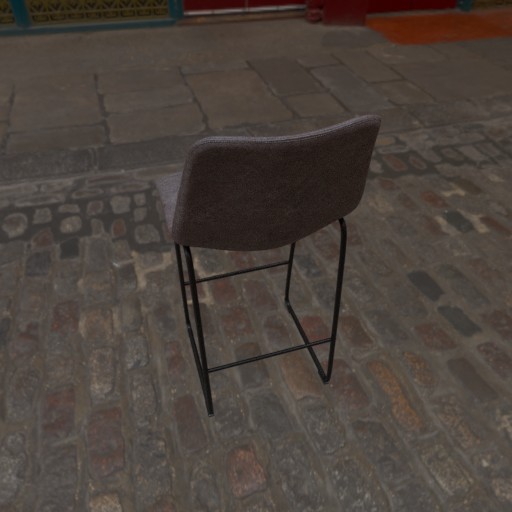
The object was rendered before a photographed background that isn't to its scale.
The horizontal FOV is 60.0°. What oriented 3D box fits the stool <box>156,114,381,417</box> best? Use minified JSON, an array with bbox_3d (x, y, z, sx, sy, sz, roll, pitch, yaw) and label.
[{"bbox_3d":[0.000,0.000,1.385,0.514,1.082,0.561,-12,42,-13],"label":"stool"}]
